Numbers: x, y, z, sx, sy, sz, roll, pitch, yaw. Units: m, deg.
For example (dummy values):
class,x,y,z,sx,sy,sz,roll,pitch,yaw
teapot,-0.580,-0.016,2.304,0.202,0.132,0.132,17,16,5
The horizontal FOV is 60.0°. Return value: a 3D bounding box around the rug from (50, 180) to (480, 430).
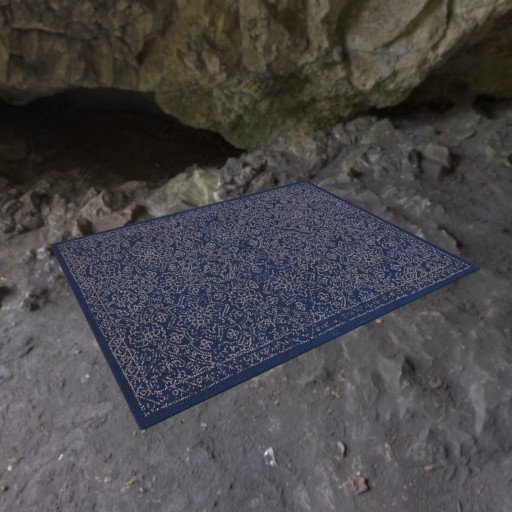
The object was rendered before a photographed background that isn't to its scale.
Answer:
class,x,y,z,sx,sy,sz,roll,pitch,yaw
rug,0.000,0.000,3.996,3.048,0.010,2.438,-18,36,-27
